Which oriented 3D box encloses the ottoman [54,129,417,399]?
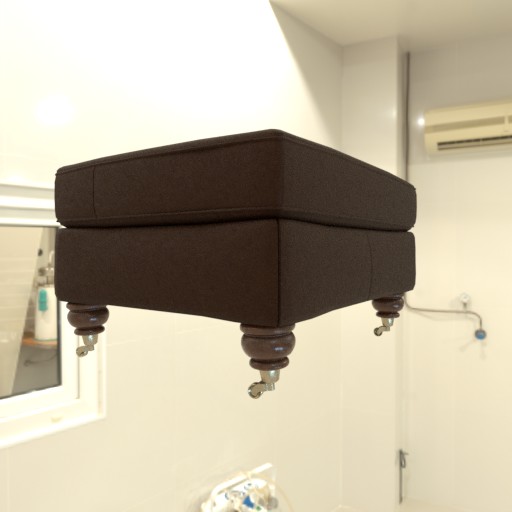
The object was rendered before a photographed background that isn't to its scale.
[{"bbox_3d":[0.000,0.000,1.788,0.967,0.730,1.187,1,1,35],"label":"ottoman"}]
